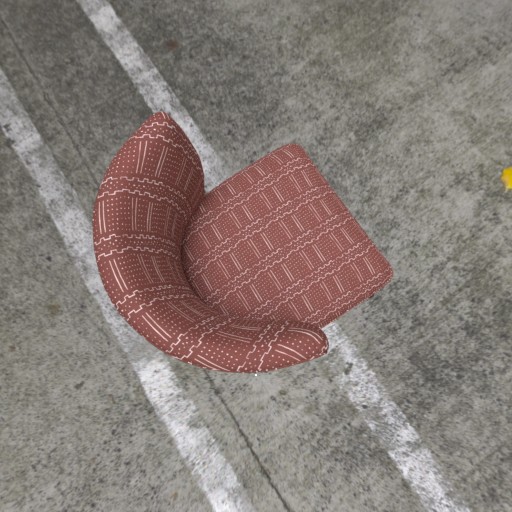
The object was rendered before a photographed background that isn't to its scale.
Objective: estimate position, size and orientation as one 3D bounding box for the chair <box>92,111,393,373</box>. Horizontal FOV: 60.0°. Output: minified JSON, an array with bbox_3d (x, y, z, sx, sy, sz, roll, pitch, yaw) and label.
[{"bbox_3d":[0.000,0.000,1.413,0.758,0.866,0.706,-33,77,-8],"label":"chair"}]
